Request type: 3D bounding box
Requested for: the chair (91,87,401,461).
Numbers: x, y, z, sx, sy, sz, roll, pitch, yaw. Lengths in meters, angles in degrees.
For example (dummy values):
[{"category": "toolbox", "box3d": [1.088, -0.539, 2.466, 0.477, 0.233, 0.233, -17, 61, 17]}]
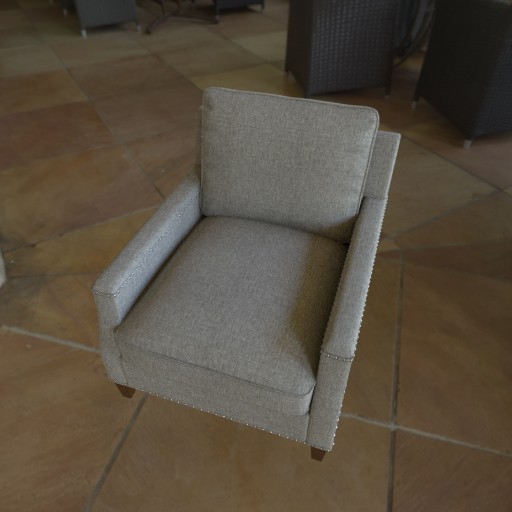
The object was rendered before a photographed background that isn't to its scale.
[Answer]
[{"category": "chair", "box3d": [0.000, 0.000, 1.670, 0.853, 0.943, 1.014, 13, 43, 14]}]
